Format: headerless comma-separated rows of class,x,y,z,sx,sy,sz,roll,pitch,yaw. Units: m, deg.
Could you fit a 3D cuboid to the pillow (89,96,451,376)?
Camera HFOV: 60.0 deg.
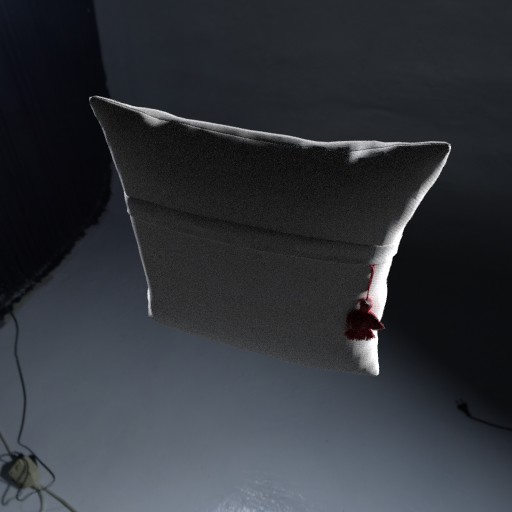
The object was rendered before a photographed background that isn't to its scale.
pillow,0.000,0.000,0.658,0.433,0.436,0.173,12,42,13
